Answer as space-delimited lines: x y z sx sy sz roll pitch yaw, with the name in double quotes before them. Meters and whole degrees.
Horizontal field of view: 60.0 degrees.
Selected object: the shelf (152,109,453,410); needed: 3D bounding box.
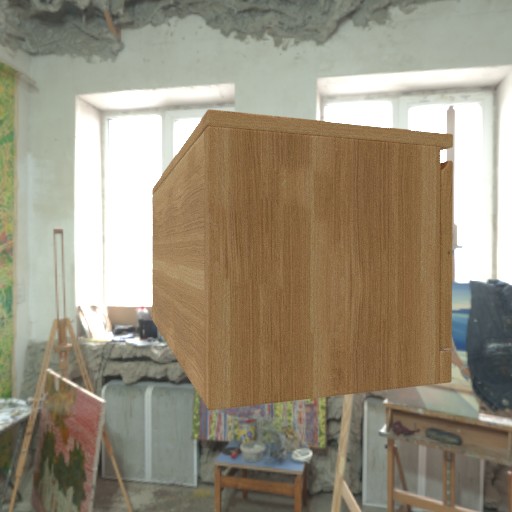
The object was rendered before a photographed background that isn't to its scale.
"shelf" 0.000 0.000 1.028 0.400 0.400 0.800 0 1 -18
